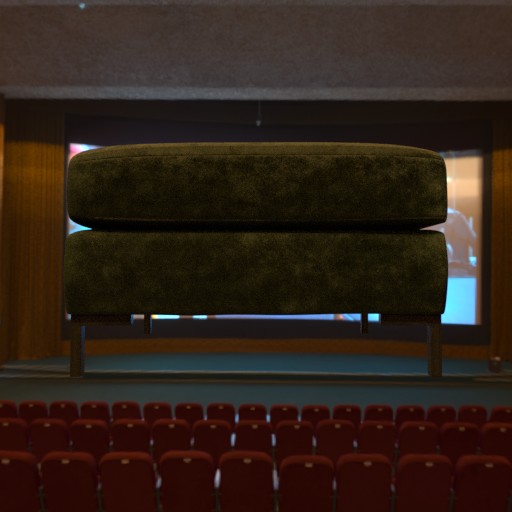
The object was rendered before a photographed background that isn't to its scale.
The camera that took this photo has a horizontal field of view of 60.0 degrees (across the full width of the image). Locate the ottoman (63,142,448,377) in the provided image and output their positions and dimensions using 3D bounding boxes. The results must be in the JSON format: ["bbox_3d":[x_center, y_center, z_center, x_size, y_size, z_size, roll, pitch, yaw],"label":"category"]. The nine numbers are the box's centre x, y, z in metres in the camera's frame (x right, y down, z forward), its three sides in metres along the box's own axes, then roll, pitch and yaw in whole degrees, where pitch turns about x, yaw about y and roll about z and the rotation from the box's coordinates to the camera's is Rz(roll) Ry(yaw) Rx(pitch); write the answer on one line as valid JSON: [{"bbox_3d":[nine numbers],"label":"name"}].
[{"bbox_3d":[0.000,0.000,1.286,0.839,0.538,0.701,0,-2,0],"label":"ottoman"}]
